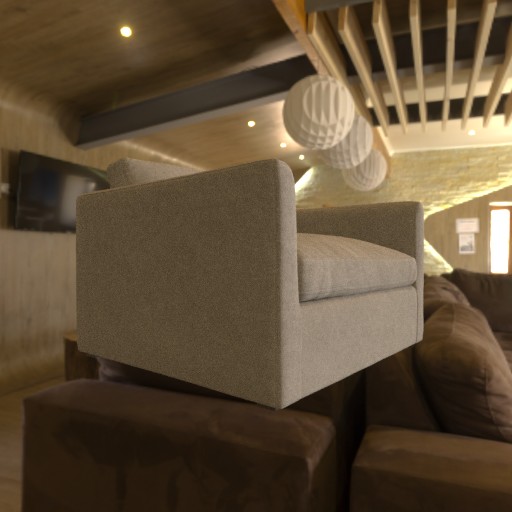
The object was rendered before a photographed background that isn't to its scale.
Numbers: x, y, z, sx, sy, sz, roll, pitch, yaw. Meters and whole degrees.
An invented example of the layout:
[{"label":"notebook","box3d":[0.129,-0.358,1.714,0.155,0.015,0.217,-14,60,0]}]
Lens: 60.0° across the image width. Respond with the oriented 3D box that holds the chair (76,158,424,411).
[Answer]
[{"label":"chair","box3d":[0.000,0.000,1.890,1.091,0.845,1.190,0,0,37]}]
